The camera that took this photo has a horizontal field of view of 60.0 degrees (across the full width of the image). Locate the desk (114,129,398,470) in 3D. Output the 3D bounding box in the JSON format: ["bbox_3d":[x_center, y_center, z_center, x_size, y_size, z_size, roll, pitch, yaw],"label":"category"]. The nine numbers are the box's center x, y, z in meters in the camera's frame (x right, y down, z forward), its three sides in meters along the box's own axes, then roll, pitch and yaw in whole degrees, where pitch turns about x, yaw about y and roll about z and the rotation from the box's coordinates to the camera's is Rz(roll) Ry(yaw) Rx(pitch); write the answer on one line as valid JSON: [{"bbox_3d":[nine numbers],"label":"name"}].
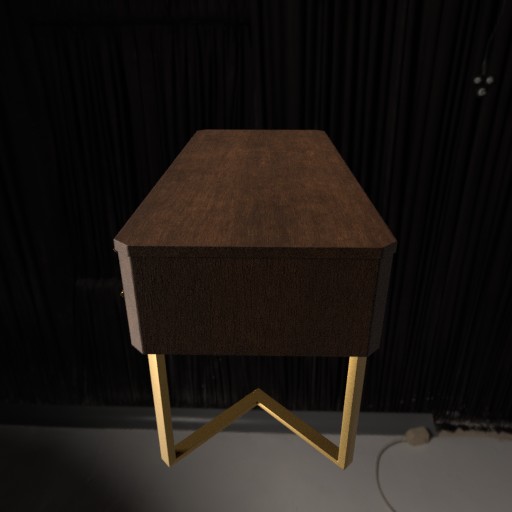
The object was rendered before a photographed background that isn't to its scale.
[{"bbox_3d":[0.000,0.000,1.833,0.684,0.762,1.479,0,26,1],"label":"desk"}]
